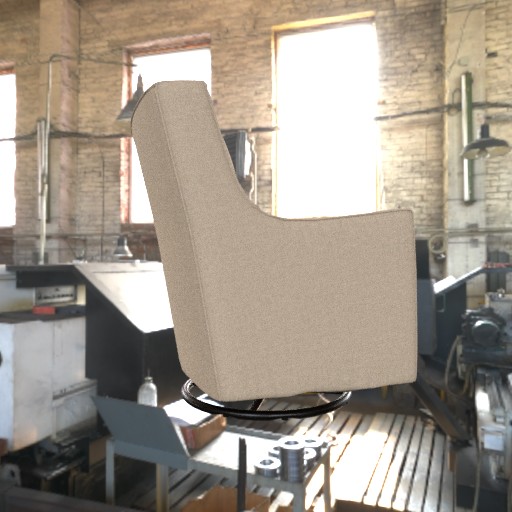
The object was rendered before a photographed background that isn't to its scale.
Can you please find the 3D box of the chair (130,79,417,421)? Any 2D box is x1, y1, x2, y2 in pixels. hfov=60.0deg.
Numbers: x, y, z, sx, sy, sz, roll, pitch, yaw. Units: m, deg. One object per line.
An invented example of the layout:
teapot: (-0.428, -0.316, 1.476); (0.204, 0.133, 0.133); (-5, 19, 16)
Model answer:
chair: (0.000, 0.000, 1.611); (0.879, 0.993, 0.732); (0, -1, -19)
